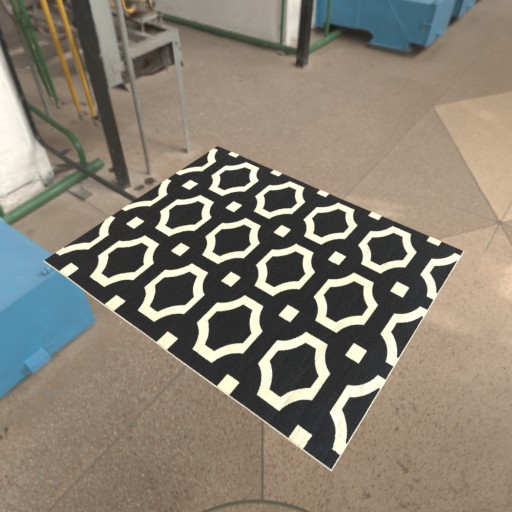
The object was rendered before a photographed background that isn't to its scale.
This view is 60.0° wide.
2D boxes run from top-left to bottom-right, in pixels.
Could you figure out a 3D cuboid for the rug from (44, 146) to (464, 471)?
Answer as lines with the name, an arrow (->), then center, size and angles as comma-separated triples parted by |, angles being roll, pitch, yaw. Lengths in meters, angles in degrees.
rug -> 0.000, 0.000, 4.122 | 3.049, 0.021, 2.466 | 28, 52, 25
